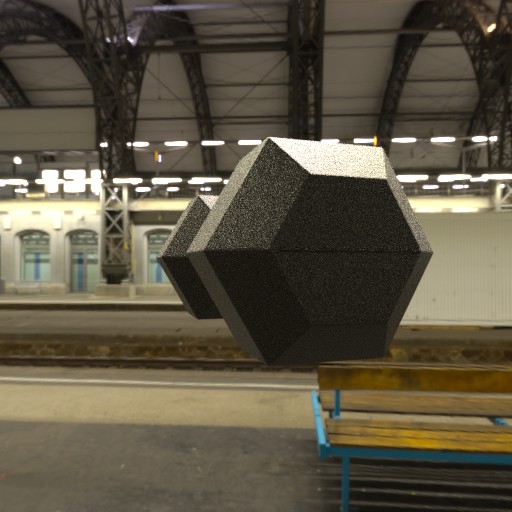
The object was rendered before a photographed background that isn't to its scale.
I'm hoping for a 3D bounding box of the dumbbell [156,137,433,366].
[{"bbox_3d":[0.000,0.000,0.323,0.122,0.106,0.271,0,-1,-18],"label":"dumbbell"}]
